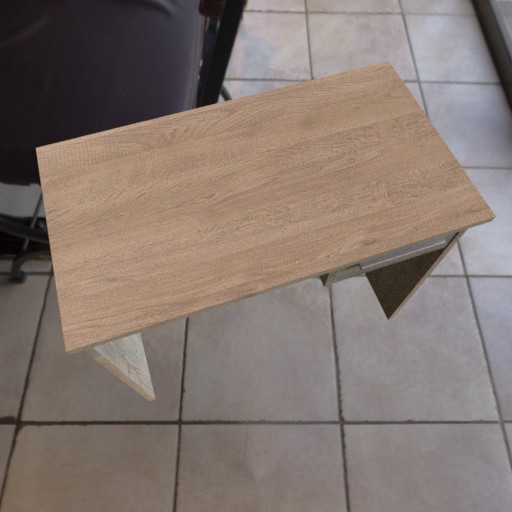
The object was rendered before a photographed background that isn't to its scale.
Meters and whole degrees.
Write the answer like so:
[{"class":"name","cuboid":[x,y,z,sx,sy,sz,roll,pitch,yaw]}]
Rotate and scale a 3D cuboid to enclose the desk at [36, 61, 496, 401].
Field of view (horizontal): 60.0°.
[{"class":"desk","cuboid":[0.000,0.000,1.292,0.893,0.724,0.498,-17,64,-8]}]
